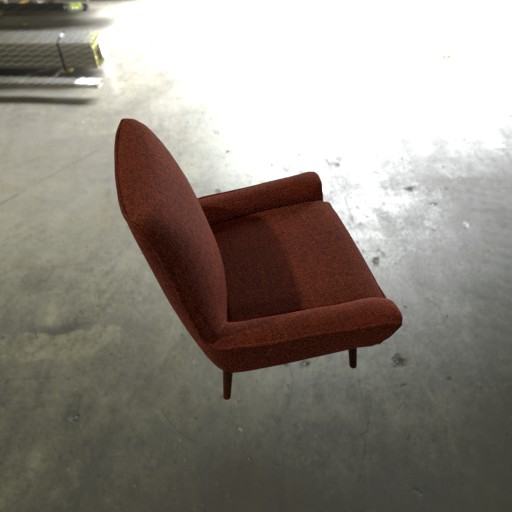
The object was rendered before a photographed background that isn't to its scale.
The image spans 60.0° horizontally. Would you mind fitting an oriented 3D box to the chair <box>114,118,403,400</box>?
[{"bbox_3d":[0.000,0.000,1.563,0.784,0.911,0.803,-11,48,-10],"label":"chair"}]
